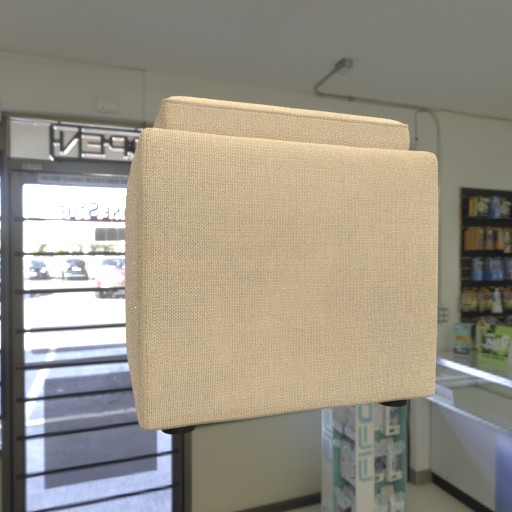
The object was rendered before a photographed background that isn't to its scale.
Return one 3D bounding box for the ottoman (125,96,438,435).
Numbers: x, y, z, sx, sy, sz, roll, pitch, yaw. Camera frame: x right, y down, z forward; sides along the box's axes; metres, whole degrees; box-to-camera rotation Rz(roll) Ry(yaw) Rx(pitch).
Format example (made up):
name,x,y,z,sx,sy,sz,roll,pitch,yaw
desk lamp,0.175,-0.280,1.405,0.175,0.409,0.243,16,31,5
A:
name,x,y,z,sx,sy,sz,roll,pitch,yaw
ottoman,0.000,0.000,0.806,0.450,0.460,0.451,0,0,-18
